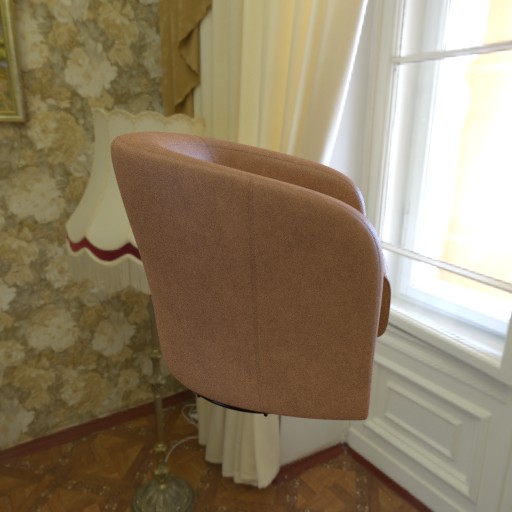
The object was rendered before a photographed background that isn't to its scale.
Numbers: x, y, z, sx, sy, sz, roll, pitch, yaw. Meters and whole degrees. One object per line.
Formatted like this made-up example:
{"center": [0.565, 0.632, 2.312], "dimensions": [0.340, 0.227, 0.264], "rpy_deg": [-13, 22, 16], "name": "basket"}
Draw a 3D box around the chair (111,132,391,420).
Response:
{"center": [0.000, 0.000, 1.433], "dimensions": [0.815, 0.771, 0.791], "rpy_deg": [3, 17, 9], "name": "chair"}
